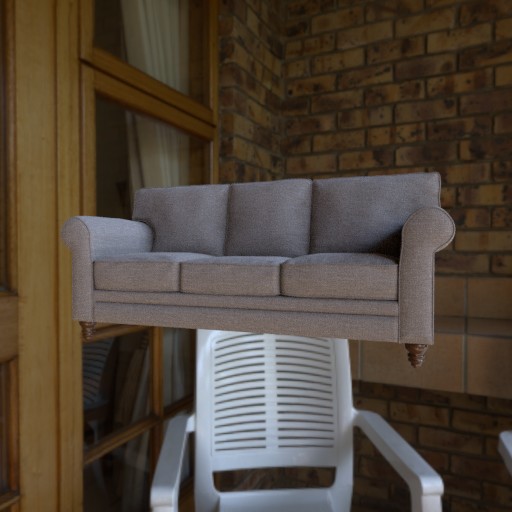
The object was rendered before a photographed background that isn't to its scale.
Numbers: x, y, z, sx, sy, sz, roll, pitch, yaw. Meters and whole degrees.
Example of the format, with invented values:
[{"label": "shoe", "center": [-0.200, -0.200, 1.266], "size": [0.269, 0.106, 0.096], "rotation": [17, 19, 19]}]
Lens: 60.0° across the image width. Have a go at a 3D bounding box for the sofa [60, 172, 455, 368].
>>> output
[{"label": "sofa", "center": [0.000, 0.000, 2.588], "size": [2.084, 0.961, 0.916], "rotation": [0, 1, 20]}]
